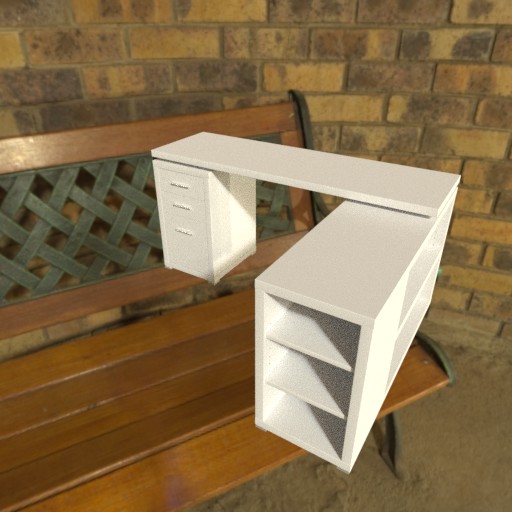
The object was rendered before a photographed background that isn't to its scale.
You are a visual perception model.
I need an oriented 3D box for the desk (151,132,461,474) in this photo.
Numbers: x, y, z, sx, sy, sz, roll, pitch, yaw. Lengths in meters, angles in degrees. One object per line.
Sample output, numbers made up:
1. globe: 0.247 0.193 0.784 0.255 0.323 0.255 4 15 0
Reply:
1. desk: 0.000 0.000 2.177 1.524 0.753 1.200 17 34 27
